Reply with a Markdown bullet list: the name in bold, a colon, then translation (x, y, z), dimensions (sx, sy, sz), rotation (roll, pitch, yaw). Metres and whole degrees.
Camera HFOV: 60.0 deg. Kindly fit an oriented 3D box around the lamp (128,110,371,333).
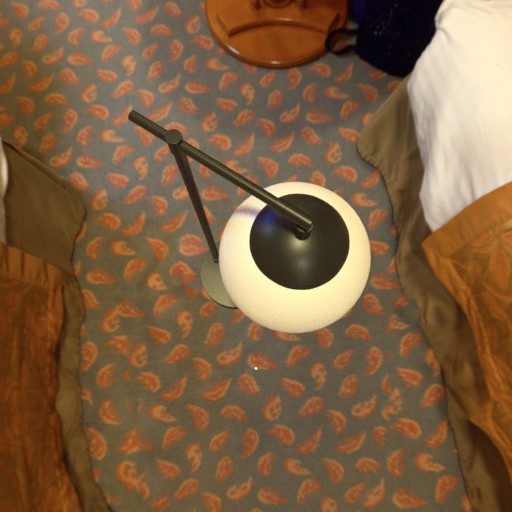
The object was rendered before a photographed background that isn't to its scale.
- **lamp**: translation (0.000, 0.000, 0.710), dimensions (0.316, 0.559, 0.197), rotation (32, 78, 8)
